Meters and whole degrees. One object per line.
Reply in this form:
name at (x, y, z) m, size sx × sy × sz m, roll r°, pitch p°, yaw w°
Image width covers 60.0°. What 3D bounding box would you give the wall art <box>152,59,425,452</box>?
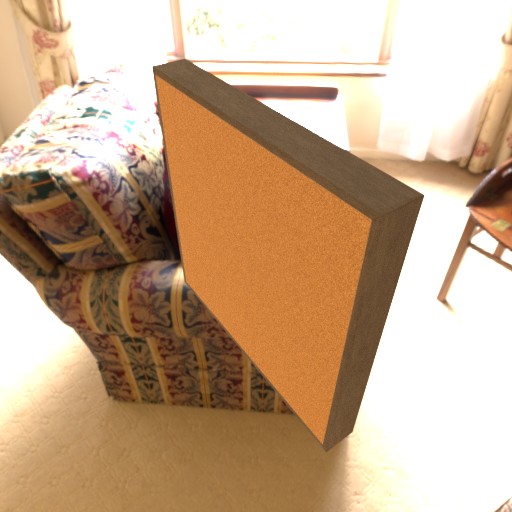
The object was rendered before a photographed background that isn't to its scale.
wall art at (0.000, 0.000, 0.454) m, size 0.038 × 0.302 × 0.303 m, roll -25°, pitch 48°, yaw -26°
